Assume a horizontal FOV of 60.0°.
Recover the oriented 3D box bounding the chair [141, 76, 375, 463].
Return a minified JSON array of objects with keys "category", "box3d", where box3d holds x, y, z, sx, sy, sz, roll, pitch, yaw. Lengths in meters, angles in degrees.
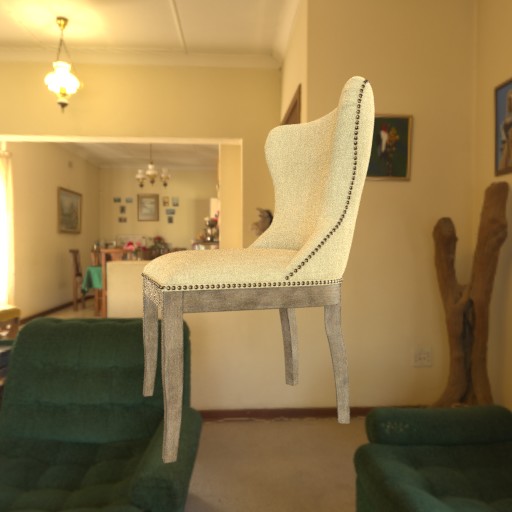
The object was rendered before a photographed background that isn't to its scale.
[{"category":"chair","box3d":[0.000,0.000,1.440,0.681,1.002,0.654,-1,2,-20]}]
